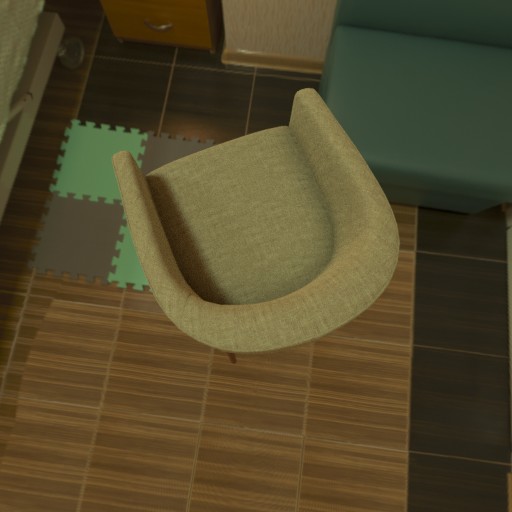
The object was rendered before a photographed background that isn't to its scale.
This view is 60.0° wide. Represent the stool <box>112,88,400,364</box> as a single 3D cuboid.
[{"bbox_3d":[0.000,0.000,1.353,0.559,0.952,0.635,-21,75,-6],"label":"stool"}]
